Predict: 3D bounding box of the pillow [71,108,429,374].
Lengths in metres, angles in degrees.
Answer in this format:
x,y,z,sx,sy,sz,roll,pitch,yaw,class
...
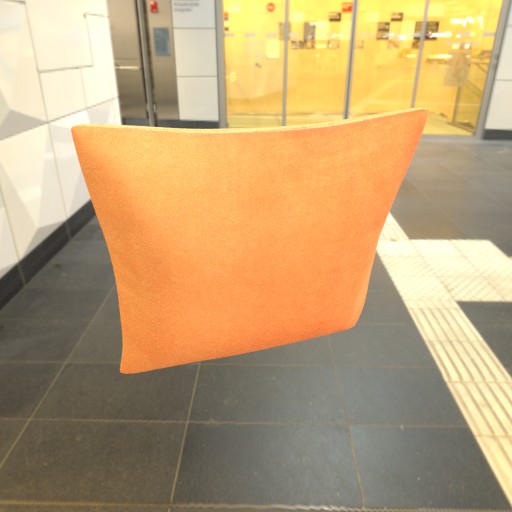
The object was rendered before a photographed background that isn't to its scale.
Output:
x,y,z,sx,sy,sz,roll,pitch,yaw,class
0.000,0.000,0.633,0.424,0.401,0.177,-8,27,-17,pillow
